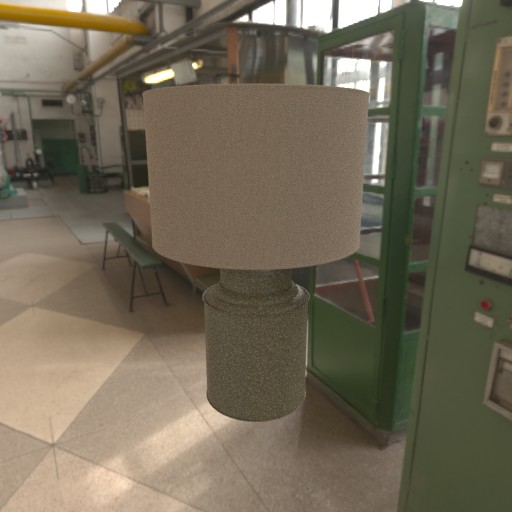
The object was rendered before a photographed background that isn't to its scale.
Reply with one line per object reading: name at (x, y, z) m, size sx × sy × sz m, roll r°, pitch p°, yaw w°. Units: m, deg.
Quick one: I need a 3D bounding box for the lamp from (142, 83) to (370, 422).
lamp at (0.000, 0.000, 0.703) m, size 0.318 × 0.486 × 0.318 m, roll 0°, pitch 16°, yaw 0°
